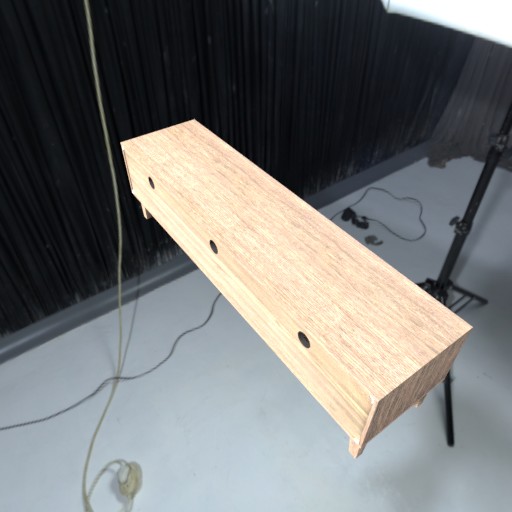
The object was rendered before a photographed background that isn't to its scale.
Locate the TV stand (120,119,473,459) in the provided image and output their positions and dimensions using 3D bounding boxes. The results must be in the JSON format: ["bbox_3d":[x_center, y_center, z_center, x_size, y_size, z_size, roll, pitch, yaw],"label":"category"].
[{"bbox_3d":[0.000,0.000,1.688,0.366,0.409,1.482,-26,50,-25],"label":"TV stand"}]
